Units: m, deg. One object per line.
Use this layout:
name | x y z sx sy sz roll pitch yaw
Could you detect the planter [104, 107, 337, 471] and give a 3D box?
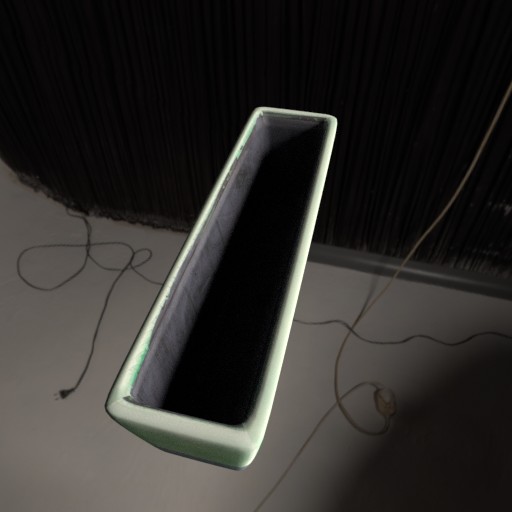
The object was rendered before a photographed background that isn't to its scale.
planter | 0.000 0.000 0.299 0.072 0.072 0.275 10 47 10
